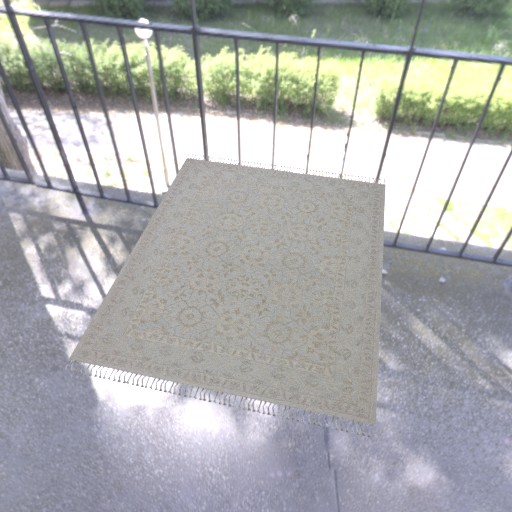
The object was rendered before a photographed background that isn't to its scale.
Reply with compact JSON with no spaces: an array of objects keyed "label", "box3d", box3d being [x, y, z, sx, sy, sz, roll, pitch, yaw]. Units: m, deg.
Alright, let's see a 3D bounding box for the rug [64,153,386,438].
[{"label":"rug","box3d":[0.000,0.000,4.275,2.444,0.013,3.043,9,47,9]}]
